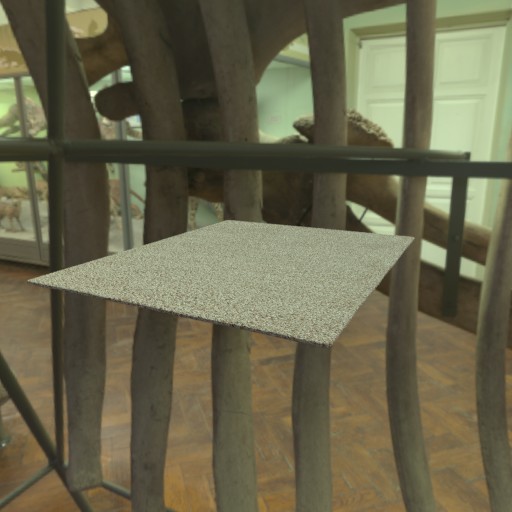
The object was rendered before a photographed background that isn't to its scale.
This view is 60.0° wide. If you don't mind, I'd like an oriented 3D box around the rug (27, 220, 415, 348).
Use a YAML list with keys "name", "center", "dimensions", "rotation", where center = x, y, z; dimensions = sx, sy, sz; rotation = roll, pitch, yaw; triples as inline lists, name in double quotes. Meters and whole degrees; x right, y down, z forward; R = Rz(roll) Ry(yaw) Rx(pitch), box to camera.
- name: "rug"
  center: [0.000, 0.000, 4.188]
  dimensions: [2.438, 0.029, 3.047]
  rotation: [7, 16, 26]
